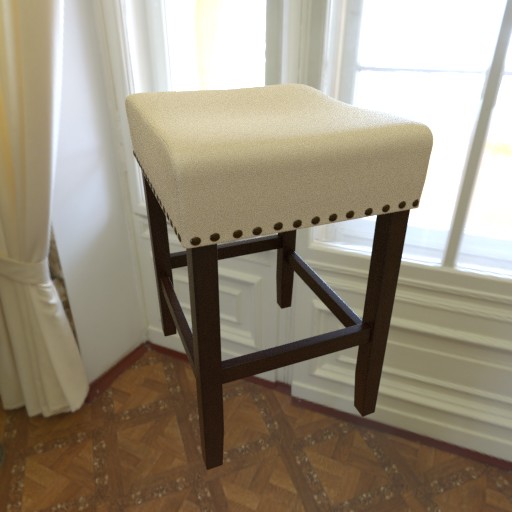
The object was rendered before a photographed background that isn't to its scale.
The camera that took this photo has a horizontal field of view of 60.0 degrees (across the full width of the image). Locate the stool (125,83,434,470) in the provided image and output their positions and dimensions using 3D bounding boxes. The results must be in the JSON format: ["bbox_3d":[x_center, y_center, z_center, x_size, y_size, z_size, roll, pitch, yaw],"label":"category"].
[{"bbox_3d":[0.000,0.000,0.923,0.401,0.609,0.471,-11,31,-19],"label":"stool"}]
